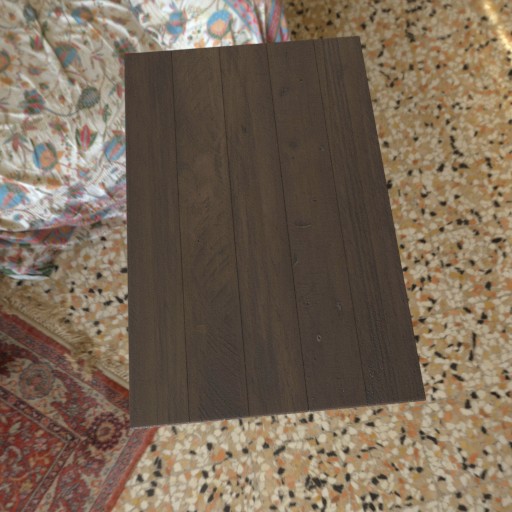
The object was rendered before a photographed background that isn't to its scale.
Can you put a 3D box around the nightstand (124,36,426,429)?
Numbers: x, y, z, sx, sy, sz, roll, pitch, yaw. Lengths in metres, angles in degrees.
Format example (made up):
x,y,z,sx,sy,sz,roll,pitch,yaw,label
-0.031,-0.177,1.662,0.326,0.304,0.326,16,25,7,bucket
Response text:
x,y,z,sx,sy,sz,roll,pitch,yaw,label
0.000,0.000,1.023,0.450,0.599,0.650,-5,75,-1,nightstand
